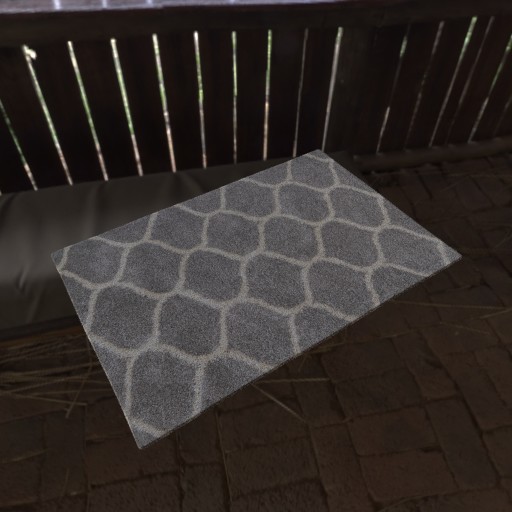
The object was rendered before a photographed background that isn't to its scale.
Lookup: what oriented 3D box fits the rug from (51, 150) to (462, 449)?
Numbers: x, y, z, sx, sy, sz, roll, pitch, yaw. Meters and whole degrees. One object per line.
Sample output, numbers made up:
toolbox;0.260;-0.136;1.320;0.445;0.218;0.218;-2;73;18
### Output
rug;0.000;0.000;3.481;2.701;0.026;1.801;-25;52;-22
